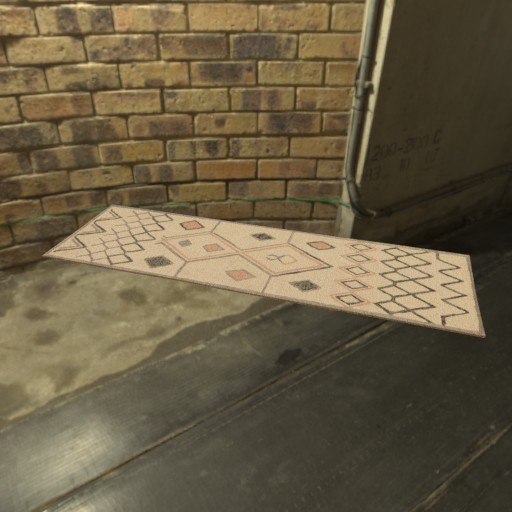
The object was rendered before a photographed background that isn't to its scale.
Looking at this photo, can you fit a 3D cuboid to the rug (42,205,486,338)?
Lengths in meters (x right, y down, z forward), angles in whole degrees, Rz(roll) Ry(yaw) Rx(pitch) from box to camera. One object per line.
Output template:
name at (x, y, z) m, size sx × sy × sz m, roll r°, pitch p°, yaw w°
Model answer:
rug at (0.000, 0.000, 2.640) m, size 2.435 × 0.011 × 0.750 m, roll 9°, pitch 33°, yaw 14°
